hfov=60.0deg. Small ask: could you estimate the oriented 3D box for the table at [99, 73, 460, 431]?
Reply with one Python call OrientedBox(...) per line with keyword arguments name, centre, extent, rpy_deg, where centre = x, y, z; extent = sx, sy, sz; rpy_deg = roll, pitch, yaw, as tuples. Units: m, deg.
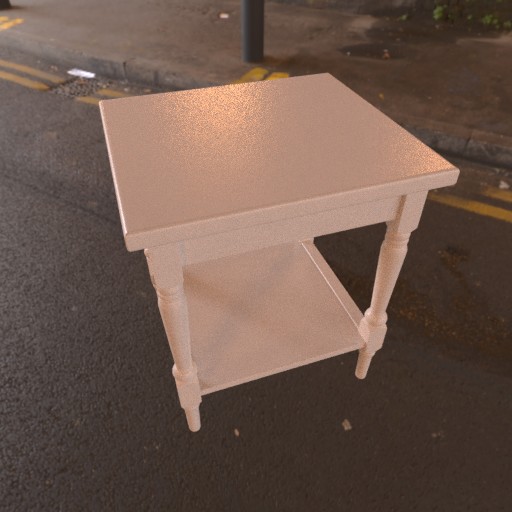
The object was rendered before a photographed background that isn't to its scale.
OrientedBox(name="table", centre=(0.000, 0.000, 0.936), extent=(0.488, 0.565, 0.442), rpy_deg=(-13, 43, -14))
